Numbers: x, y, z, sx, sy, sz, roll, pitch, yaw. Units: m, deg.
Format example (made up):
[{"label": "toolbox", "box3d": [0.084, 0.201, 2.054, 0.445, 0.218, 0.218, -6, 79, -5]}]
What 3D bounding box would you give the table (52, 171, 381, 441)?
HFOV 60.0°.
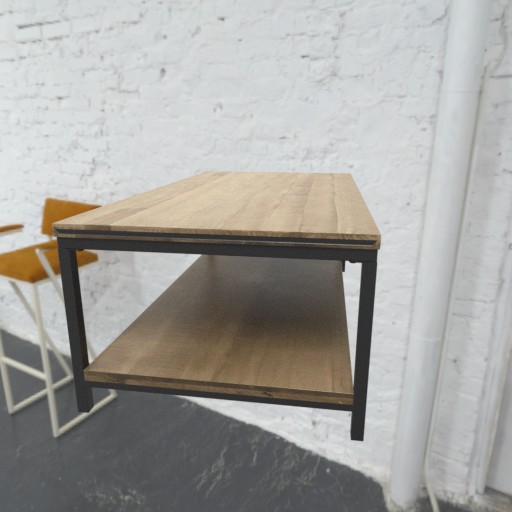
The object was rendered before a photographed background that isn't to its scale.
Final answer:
[{"label": "table", "box3d": [0.000, 0.000, 1.309, 0.574, 0.393, 1.062, 2, 16, 9]}]
